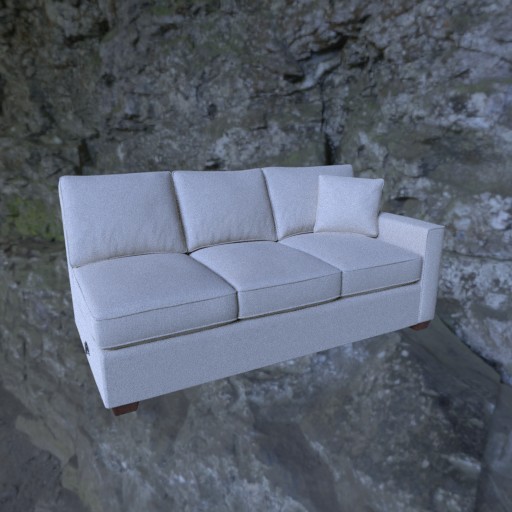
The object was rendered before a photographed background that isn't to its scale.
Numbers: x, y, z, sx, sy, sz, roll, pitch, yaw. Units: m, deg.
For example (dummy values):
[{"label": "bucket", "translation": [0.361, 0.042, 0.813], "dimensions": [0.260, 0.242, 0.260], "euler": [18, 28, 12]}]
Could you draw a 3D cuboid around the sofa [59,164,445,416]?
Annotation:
[{"label": "sofa", "translation": [0.000, 0.000, 2.552], "dimensions": [1.963, 0.946, 1.034], "euler": [-8, 18, -27]}]
